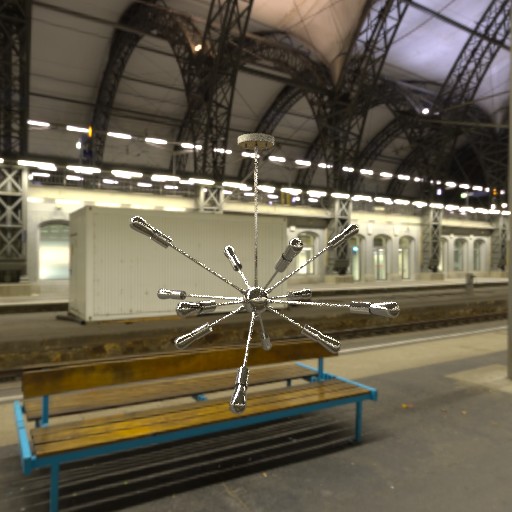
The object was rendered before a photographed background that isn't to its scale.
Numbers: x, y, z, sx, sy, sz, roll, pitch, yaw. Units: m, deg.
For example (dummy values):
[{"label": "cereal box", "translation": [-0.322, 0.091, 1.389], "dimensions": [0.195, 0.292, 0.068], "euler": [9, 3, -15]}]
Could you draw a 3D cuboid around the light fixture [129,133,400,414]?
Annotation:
[{"label": "light fixture", "translation": [0.000, 0.000, 1.051], "dimensions": [0.684, 0.558, 0.509], "euler": [0, -1, 37]}]
